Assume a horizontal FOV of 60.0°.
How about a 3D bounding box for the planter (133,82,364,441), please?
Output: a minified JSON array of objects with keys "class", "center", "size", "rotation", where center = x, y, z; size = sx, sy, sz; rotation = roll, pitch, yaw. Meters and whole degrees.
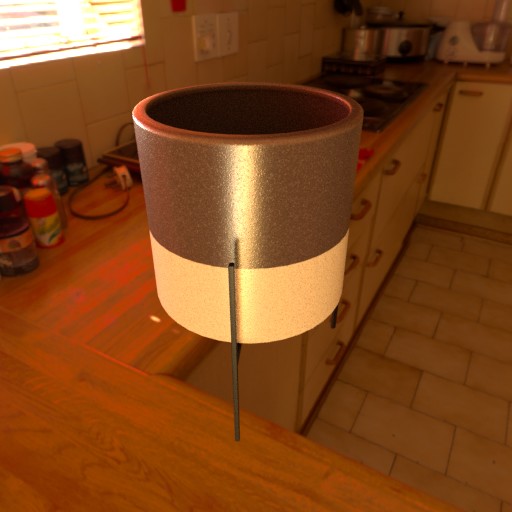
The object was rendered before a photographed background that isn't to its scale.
[{"class":"planter","center":[0.000,0.000,0.537],"size":[0.250,0.353,0.260],"rotation":[-1,32,-1]}]
